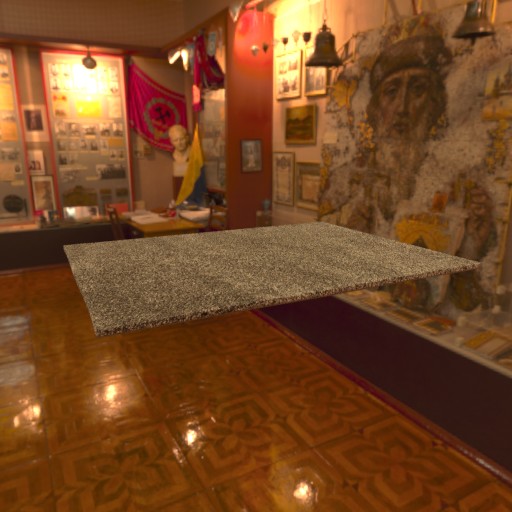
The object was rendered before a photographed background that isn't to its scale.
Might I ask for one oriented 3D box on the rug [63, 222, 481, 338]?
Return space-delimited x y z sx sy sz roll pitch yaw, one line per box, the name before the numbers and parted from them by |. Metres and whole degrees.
rug | 0.000 0.000 2.097 1.601 0.025 1.198 -7 16 -26
